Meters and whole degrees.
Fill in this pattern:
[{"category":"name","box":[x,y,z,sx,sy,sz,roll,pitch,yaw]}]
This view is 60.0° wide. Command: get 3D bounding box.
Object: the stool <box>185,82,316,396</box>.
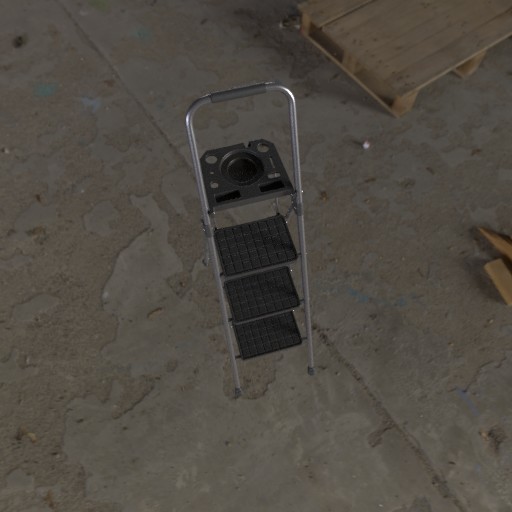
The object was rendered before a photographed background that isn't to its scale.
[{"category":"stool","box":[0.000,0.000,1.647,0.396,1.277,0.733,-14,64,-7]}]
